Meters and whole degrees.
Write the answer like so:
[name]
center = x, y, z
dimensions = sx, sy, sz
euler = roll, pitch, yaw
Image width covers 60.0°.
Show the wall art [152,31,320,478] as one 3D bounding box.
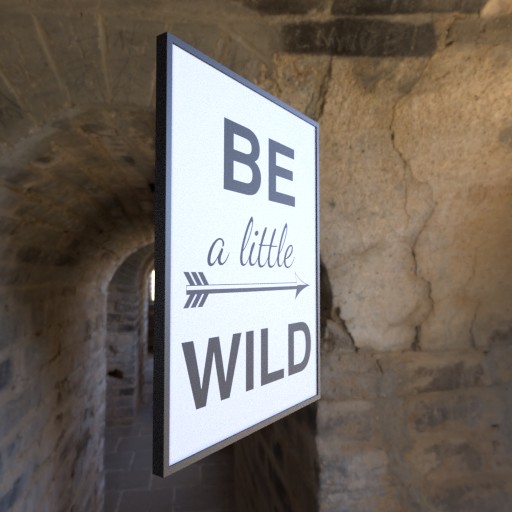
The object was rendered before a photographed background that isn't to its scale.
[wall art]
center = 0.000, 0.000, 1.393
dimensions = 0.038, 1.062, 0.806
euler = -2, -3, 35
